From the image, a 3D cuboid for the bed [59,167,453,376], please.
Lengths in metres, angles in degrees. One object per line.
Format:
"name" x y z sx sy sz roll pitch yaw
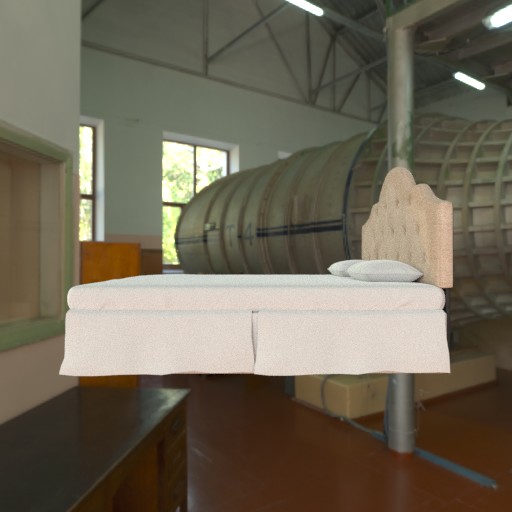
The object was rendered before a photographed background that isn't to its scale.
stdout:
"bed" 0.000 0.000 2.987 1.970 1.194 1.667 0 -1 0
